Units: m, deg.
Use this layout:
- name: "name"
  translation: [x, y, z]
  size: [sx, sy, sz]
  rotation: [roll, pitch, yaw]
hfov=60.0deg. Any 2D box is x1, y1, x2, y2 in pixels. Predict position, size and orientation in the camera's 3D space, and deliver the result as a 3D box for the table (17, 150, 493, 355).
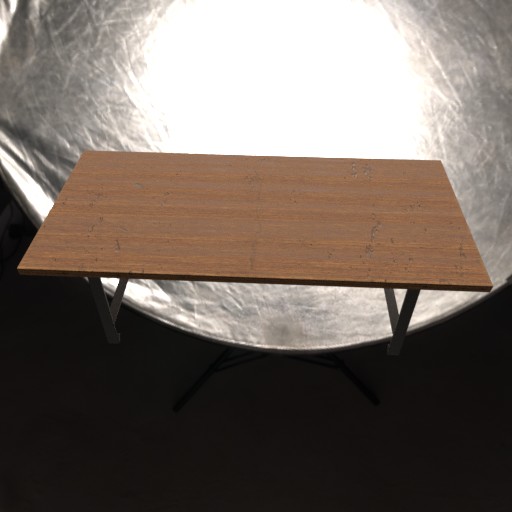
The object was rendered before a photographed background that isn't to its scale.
- name: "table"
  translation: [0.000, 0.000, 2.656]
  size: [2.200, 0.757, 1.000]
  rotation: [2, 46, 2]
